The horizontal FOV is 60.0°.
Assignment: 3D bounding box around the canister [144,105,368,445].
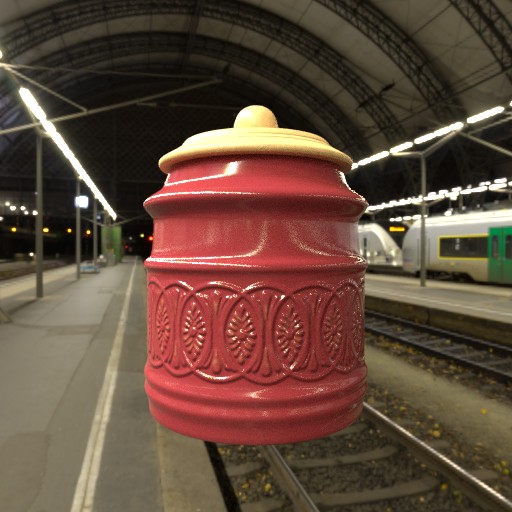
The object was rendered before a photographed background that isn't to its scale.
[{"bbox_3d":[0.000,0.000,0.264,0.130,0.176,0.130,0,1,0],"label":"canister"}]
